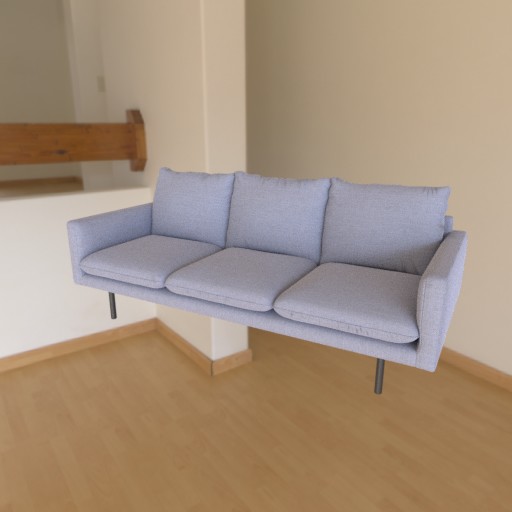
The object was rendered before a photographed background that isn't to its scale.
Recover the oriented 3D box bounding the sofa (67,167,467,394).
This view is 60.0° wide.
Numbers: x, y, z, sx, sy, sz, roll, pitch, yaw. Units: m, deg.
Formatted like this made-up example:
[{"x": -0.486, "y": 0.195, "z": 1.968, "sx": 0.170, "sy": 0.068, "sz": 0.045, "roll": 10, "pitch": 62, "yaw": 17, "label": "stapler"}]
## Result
[{"x": 0.000, "y": 0.000, "z": 2.400, "sx": 2.000, "sy": 0.830, "sz": 0.850, "roll": 9, "pitch": 19, "yaw": 28, "label": "sofa"}]
